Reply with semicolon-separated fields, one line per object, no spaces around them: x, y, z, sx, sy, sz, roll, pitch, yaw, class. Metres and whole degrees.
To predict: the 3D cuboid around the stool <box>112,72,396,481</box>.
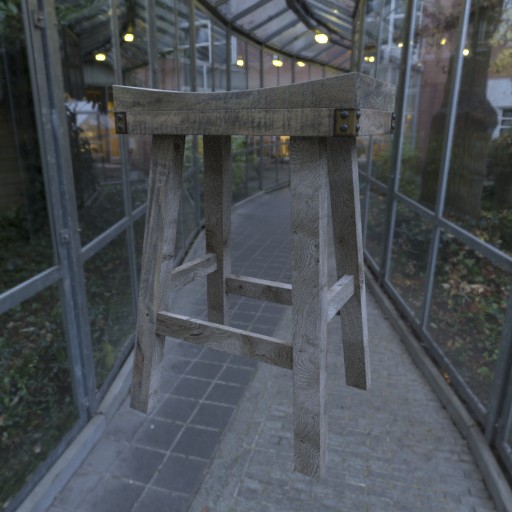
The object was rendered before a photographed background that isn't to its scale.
0.000;0.000;0.881;0.450;0.635;0.330;9;19;27;stool
